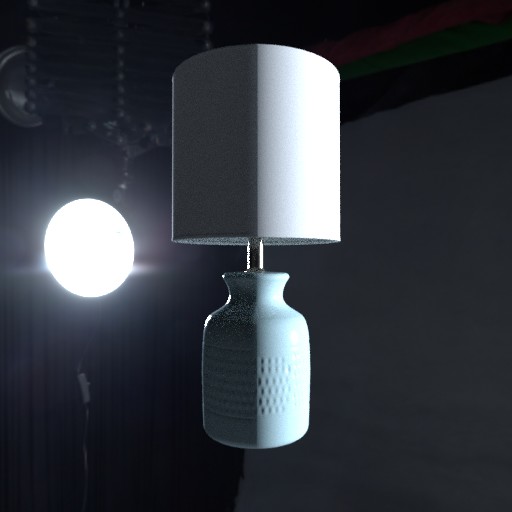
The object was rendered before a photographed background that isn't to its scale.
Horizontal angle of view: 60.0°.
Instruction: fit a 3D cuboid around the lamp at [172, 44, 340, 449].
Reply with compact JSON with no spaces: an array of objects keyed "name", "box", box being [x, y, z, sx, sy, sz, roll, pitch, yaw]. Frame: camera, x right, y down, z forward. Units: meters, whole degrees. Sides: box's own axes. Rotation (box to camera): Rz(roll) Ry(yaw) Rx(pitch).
[{"name":"lamp","box":[0.000,0.000,1.119,0.418,0.871,0.418,-1,-1,35]}]
